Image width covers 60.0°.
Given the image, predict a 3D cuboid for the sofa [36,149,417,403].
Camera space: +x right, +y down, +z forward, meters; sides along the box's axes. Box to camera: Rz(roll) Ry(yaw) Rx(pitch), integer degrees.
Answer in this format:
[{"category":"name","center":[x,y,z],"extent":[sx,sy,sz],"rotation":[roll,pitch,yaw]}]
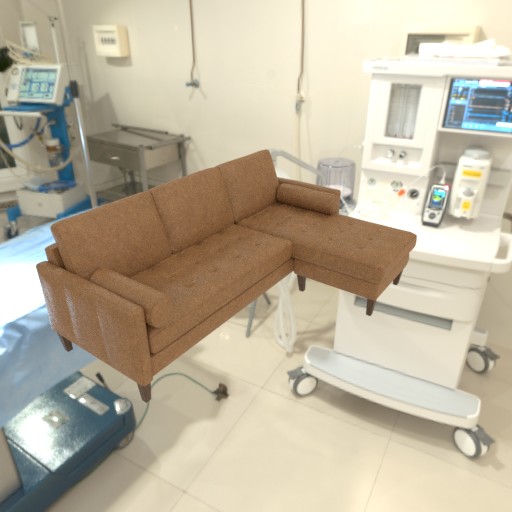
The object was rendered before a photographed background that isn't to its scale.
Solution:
[{"category":"sofa","center":[0.000,0.000,2.944],"extent":[1.506,0.876,2.178],"rotation":[19,33,31]}]
